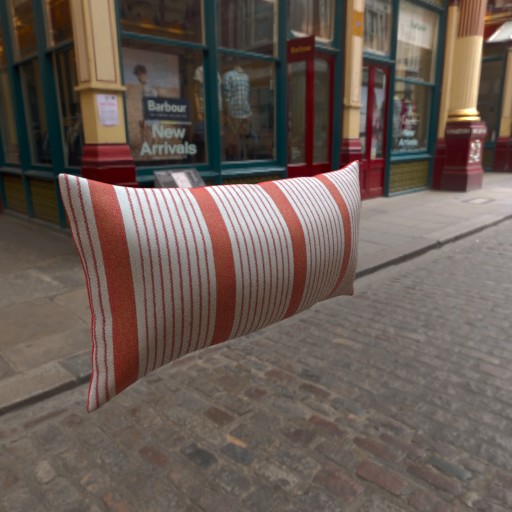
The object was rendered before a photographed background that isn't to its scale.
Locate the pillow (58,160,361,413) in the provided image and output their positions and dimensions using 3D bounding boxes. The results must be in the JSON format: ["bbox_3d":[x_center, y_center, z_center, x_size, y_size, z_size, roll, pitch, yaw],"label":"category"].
[{"bbox_3d":[0.000,0.000,0.728,0.151,0.297,0.608,14,20,43],"label":"pillow"}]
